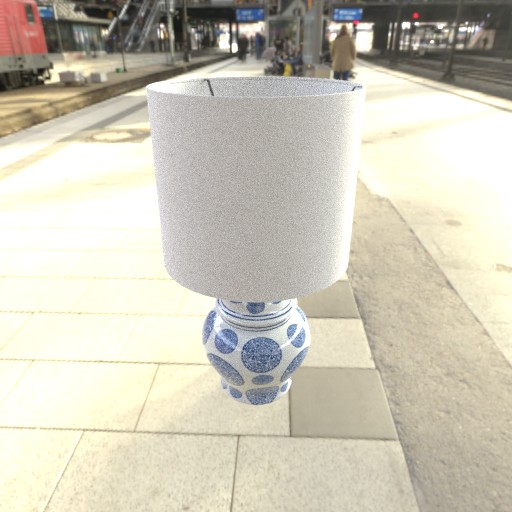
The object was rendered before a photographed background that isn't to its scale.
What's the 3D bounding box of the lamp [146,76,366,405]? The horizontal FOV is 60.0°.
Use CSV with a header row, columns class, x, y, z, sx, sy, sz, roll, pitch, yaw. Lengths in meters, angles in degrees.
class,x,y,z,sx,sy,sz,roll,pitch,yaw
lamp,0.000,0.000,0.526,0.215,0.381,0.215,0,26,0
